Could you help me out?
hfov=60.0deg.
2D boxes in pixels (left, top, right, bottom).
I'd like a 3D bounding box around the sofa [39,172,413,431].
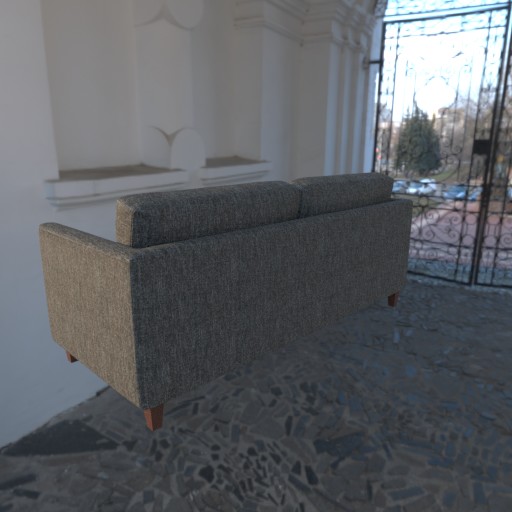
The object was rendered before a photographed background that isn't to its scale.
[{"bbox_3d":[0.000,0.000,2.710,2.208,0.960,0.948,-14,20,-43],"label":"sofa"}]
